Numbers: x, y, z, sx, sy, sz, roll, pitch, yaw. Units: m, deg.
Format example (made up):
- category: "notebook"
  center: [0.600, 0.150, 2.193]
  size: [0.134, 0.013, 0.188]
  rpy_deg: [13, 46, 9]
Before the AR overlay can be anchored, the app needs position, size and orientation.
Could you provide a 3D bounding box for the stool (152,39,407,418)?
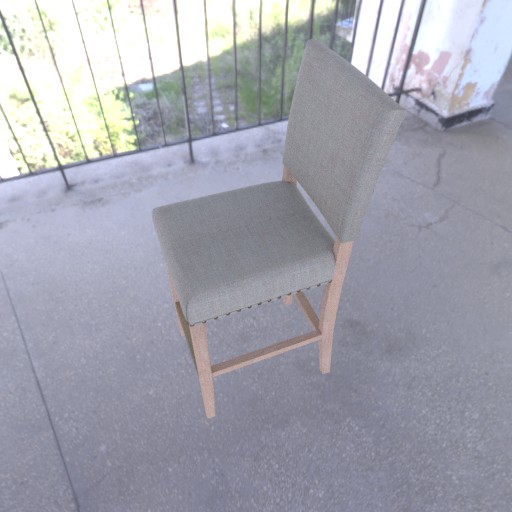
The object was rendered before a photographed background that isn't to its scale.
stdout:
- category: "stool"
  center: [0.000, 0.000, 1.477]
  size: [0.585, 1.173, 0.445]
  rpy_deg: [-15, 48, -14]
